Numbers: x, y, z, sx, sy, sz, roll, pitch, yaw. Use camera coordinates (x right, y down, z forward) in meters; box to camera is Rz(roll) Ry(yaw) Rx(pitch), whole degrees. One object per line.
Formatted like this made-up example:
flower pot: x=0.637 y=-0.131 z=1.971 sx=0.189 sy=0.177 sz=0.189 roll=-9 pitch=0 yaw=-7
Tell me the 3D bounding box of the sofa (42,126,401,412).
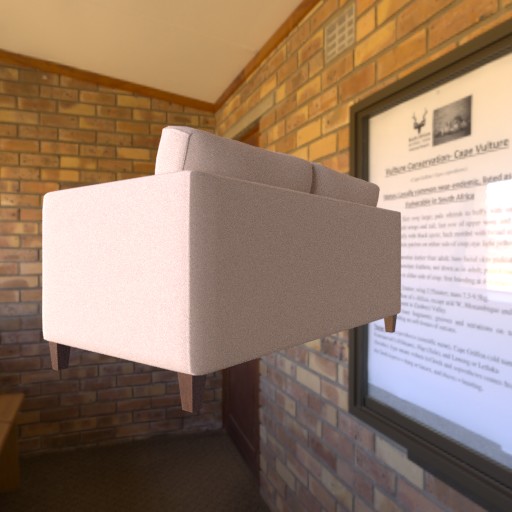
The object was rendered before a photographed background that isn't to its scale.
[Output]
sofa: x=0.000 y=0.000 z=2.170 sx=0.873 sy=0.888 sz=1.722 roll=0 pitch=1 yaw=37
